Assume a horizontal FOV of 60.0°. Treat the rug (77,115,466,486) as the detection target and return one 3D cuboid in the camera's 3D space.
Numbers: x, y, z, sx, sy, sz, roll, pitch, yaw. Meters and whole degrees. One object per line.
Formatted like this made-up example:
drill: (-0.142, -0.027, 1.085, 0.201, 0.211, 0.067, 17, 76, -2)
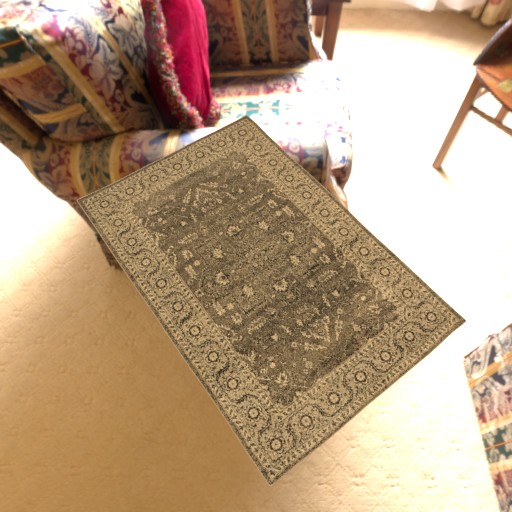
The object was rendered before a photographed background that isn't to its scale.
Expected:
rug: (0.000, 0.000, 2.349, 1.209, 0.019, 1.828, -32, 64, -18)
